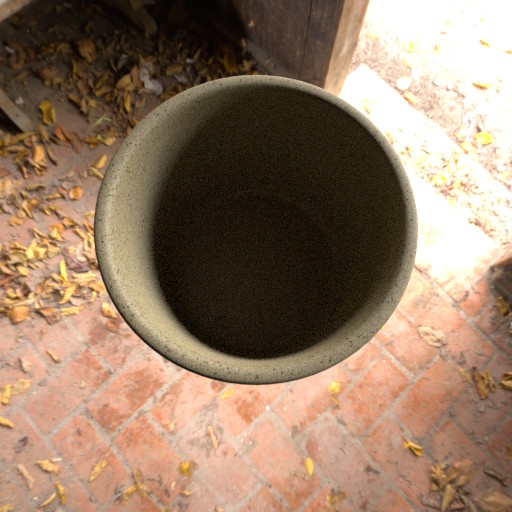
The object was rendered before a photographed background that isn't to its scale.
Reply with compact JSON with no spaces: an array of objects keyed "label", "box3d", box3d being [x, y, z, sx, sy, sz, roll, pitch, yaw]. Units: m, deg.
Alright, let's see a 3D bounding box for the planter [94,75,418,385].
[{"label":"planter","box3d":[0.000,0.000,0.423,0.228,0.235,0.228,0,76,0]}]
